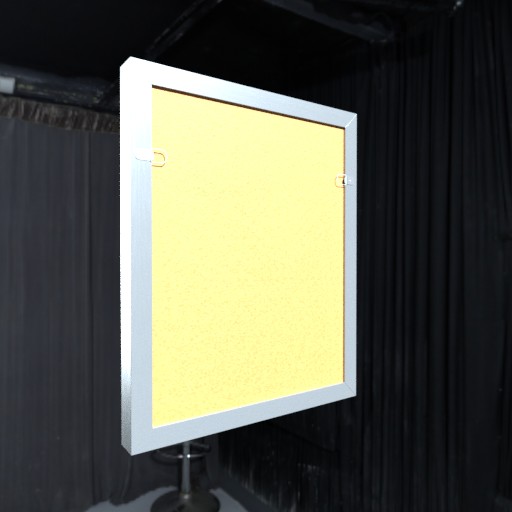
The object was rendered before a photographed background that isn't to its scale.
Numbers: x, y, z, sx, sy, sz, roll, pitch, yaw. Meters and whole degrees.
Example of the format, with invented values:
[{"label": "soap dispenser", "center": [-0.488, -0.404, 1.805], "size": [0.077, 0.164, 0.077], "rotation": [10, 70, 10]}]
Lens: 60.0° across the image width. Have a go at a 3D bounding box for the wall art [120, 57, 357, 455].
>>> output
[{"label": "wall art", "center": [0.000, 0.000, 0.520], "size": [0.308, 0.379, 0.030], "rotation": [0, 1, -35]}]
